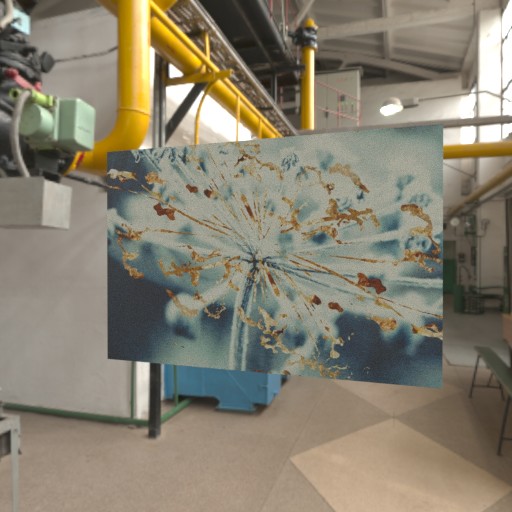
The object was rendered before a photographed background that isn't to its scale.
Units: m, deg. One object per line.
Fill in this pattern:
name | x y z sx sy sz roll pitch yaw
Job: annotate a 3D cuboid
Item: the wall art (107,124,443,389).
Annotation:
wall art | 0.000 0.000 1.464 1.138 0.759 0.035 0 0 18
